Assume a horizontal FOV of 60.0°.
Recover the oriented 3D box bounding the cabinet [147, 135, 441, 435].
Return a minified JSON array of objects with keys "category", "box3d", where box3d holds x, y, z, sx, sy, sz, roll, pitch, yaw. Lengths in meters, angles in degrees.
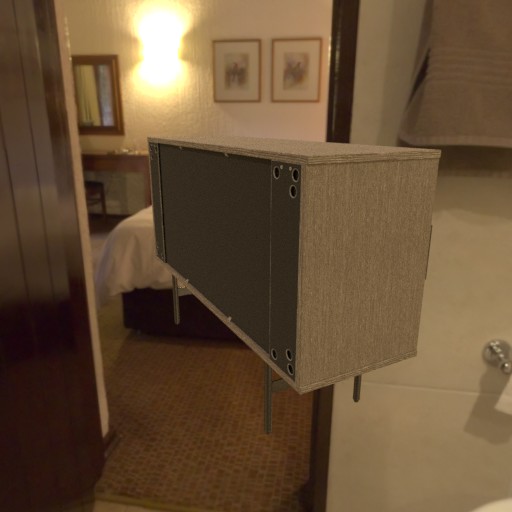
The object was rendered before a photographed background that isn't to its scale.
[{"category":"cabinet","box3d":[0.000,0.000,1.571,0.405,0.787,1.194,-9,19,-27]}]
